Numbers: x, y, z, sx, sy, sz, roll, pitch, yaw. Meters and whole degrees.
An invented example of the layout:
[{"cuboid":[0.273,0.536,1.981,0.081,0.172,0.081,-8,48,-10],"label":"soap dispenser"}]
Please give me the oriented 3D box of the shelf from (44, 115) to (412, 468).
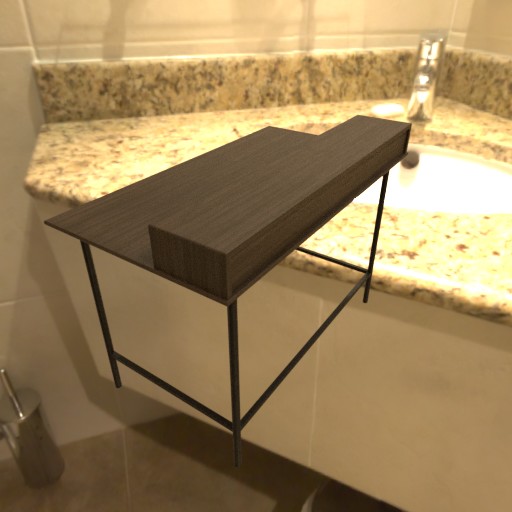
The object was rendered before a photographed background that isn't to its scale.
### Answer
[{"cuboid":[0.000,0.000,1.730,0.685,0.865,1.212,20,37,29],"label":"shelf"}]
